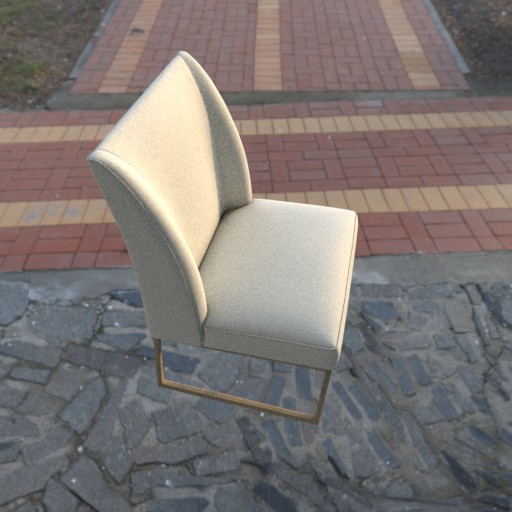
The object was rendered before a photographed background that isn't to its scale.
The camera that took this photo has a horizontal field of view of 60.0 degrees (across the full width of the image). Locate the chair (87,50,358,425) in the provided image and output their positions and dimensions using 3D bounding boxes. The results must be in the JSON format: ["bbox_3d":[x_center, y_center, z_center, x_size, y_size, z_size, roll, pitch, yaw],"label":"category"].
[{"bbox_3d":[0.000,0.000,1.200,0.522,0.863,0.508,10,48,9],"label":"chair"}]
